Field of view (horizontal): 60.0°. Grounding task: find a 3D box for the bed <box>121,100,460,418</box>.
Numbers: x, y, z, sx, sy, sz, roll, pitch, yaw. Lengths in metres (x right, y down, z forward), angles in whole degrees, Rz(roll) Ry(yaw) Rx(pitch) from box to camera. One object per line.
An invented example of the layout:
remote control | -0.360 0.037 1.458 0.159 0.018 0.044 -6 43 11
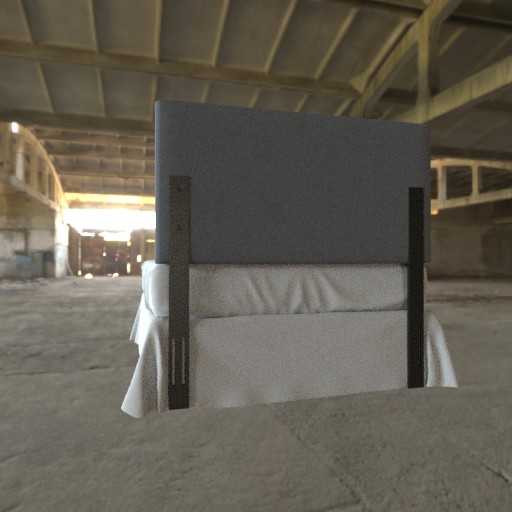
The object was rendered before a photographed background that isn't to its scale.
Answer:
bed | 0.000 0.000 3.424 1.936 1.577 2.222 0 0 -15
